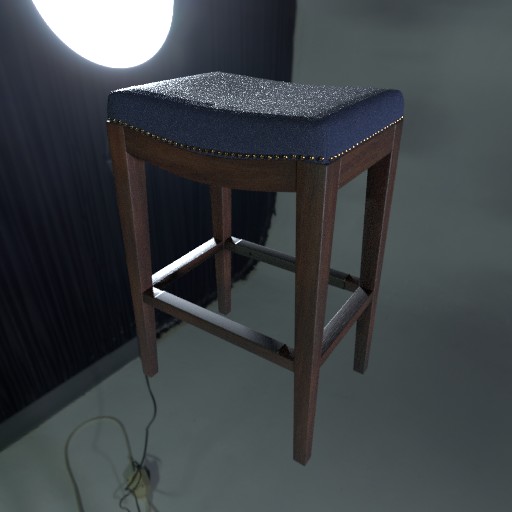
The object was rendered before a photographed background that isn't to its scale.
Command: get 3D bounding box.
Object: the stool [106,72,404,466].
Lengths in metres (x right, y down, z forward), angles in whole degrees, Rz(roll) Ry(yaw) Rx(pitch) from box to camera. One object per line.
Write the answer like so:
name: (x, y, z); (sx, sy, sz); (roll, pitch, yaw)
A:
stool: (0.000, 0.000, 1.031); (0.498, 0.740, 0.358); (19, 35, 29)
